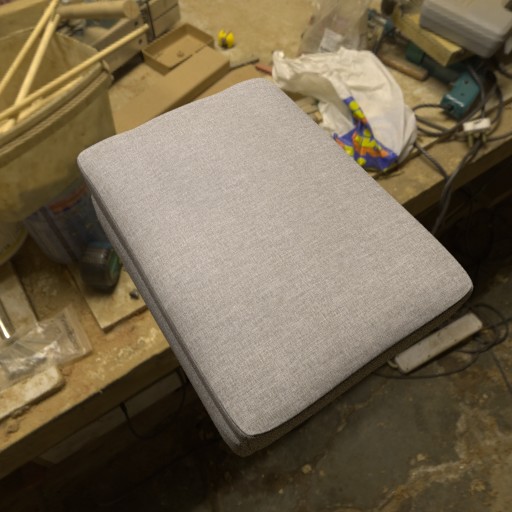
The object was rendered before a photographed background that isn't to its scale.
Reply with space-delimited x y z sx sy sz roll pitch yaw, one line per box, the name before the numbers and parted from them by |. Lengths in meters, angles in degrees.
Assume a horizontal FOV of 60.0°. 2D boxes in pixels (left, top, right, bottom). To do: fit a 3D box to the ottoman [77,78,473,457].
ottoman | 0.000 0.000 1.229 0.639 0.494 0.873 -29 63 -16
